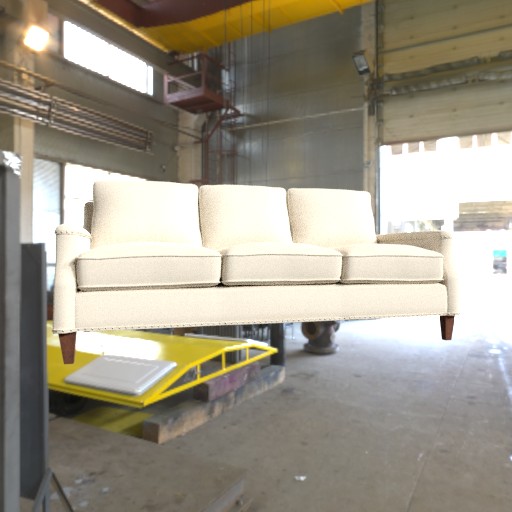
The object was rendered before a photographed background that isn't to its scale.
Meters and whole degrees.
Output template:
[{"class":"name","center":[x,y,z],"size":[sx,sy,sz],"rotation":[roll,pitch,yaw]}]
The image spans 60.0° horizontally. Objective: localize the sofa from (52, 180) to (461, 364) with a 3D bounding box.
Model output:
[{"class":"sofa","center":[0.000,0.000,2.824],"size":[2.246,1.003,1.084],"rotation":[0,0,-16]}]
